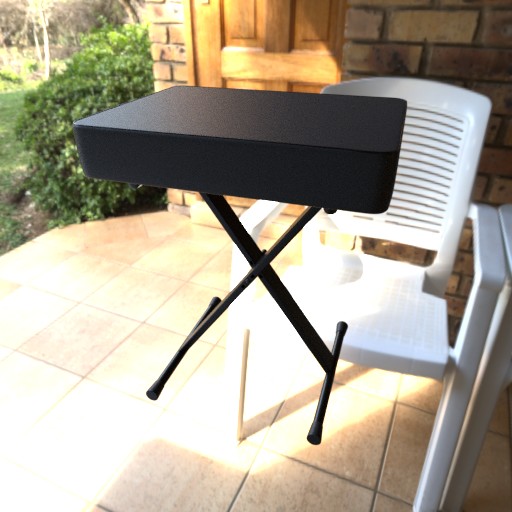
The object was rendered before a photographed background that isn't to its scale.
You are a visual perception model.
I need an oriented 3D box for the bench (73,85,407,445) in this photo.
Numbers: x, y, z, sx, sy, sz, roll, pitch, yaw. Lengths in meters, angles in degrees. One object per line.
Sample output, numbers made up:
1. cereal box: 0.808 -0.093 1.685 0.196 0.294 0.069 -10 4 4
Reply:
1. bench: 0.000 0.000 0.781 0.424 0.500 0.321 9 31 16
